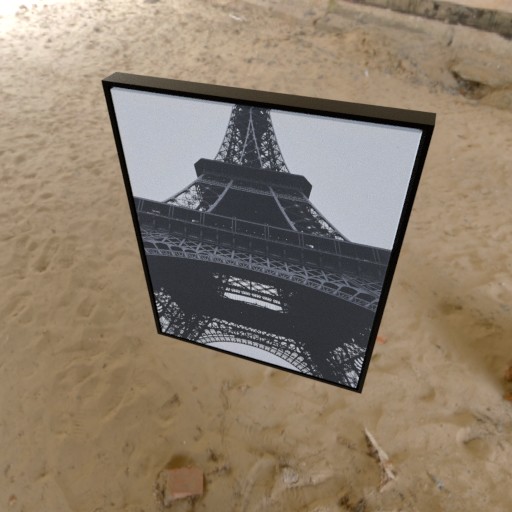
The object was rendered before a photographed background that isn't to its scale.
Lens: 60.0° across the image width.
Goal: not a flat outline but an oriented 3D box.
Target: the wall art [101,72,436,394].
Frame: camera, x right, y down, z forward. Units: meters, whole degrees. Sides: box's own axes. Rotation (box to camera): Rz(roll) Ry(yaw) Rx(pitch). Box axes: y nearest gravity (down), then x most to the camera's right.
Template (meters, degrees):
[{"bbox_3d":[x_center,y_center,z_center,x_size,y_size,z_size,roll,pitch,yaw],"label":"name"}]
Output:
[{"bbox_3d":[0.000,0.000,0.760,0.451,0.553,0.039,13,42,15],"label":"wall art"}]
